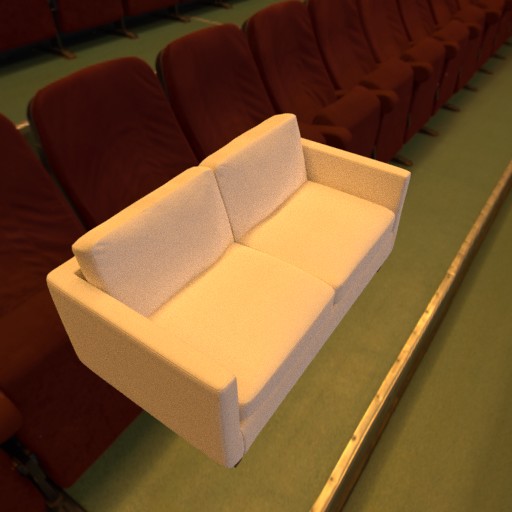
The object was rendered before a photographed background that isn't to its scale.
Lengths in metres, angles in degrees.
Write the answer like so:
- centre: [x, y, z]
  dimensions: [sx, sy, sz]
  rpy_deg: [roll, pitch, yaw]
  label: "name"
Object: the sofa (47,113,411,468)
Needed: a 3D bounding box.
- centre: [0.000, 0.000, 2.268]
  dimensions: [0.964, 0.888, 1.702]
  rpy_deg: [25, 47, 26]
  label: "sofa"
